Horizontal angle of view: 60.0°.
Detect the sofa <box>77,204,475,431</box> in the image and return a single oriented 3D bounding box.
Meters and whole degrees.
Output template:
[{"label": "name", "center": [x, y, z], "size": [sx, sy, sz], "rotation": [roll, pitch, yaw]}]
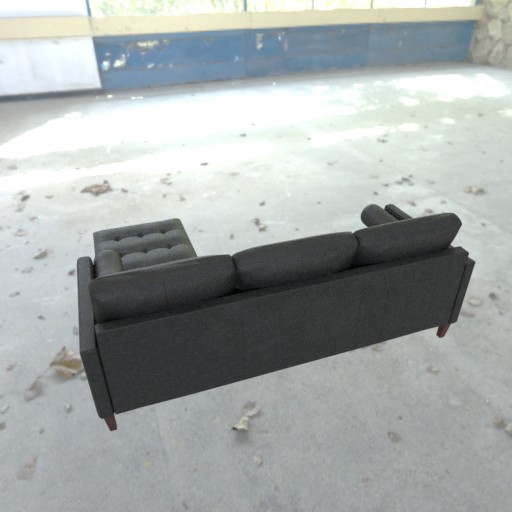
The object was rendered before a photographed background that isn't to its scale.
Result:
[{"label": "sofa", "center": [0.000, 0.000, 2.918], "size": [2.178, 0.876, 1.497], "rotation": [-11, 34, -17]}]
